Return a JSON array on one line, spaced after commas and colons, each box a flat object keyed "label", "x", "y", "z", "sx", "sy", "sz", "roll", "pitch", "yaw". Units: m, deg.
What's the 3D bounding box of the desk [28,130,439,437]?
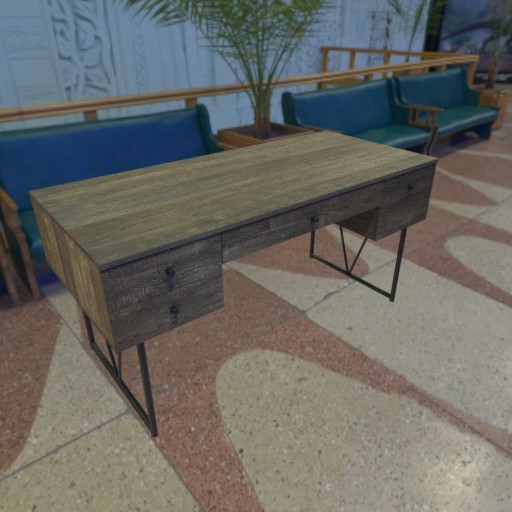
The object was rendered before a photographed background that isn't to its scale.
[{"label": "desk", "x": 0.000, "y": 0.000, "z": 2.032, "sx": 1.600, "sy": 0.780, "sz": 0.730, "roll": -21, "pitch": 35, "yaw": -33}]
